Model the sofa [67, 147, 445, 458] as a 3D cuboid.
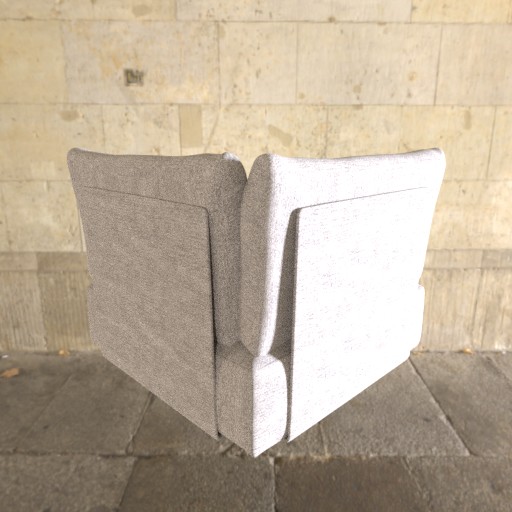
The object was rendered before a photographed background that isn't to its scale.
[{"bbox_3d":[0.000,0.000,1.711,1.000,0.820,1.000,-14,21,-43],"label":"sofa"}]
